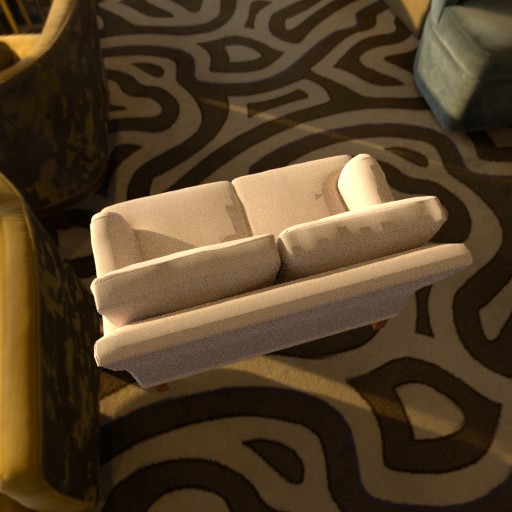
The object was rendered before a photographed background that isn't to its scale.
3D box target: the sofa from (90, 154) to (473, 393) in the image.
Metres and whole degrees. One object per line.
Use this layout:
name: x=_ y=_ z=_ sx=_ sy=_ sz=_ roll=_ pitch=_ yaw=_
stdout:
sofa: x=0.000 y=0.000 z=2.235 sx=1.508 sy=1.048 sz=1.087 roll=-14 pitch=58 yaw=-9
